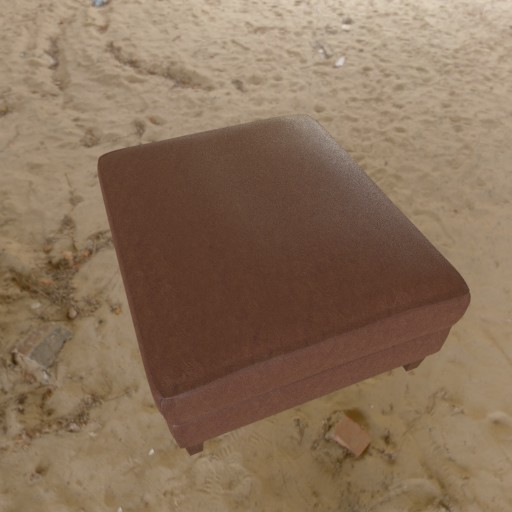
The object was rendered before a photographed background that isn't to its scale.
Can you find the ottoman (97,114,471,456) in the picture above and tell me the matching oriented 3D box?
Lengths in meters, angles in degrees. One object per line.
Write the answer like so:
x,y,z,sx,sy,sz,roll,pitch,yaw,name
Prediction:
0.000,0.000,1.458,0.836,0.472,0.987,-16,49,-14,ottoman
